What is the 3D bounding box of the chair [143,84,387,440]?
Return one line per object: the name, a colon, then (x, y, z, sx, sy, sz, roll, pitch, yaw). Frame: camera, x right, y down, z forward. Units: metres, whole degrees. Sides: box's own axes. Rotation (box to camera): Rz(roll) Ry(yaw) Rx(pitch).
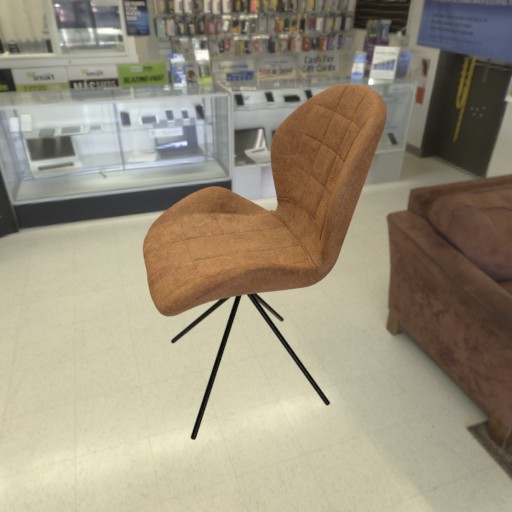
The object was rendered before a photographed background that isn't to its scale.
chair: (0.000, 0.000, 1.316, 0.640, 0.929, 0.527, -9, 33, -14)
